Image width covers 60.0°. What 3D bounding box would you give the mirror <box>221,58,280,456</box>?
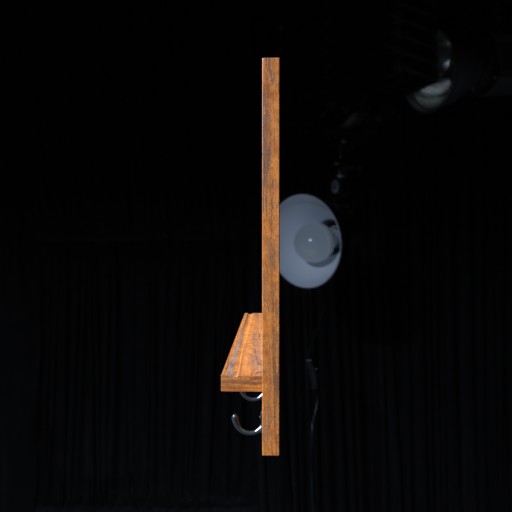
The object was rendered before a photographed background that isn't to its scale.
[{"bbox_3d":[0.000,0.000,0.976,0.084,0.537,0.758,0,0,2],"label":"mirror"}]
